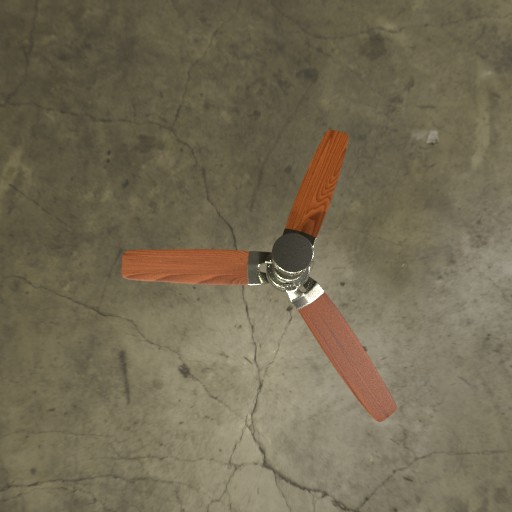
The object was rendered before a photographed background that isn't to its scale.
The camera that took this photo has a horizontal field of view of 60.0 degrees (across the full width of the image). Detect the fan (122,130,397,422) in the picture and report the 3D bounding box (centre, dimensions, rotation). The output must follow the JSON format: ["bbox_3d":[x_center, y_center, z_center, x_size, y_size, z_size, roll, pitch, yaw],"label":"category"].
[{"bbox_3d":[0.000,0.000,2.027,1.271,0.410,1.416,2,75,0],"label":"fan"}]
